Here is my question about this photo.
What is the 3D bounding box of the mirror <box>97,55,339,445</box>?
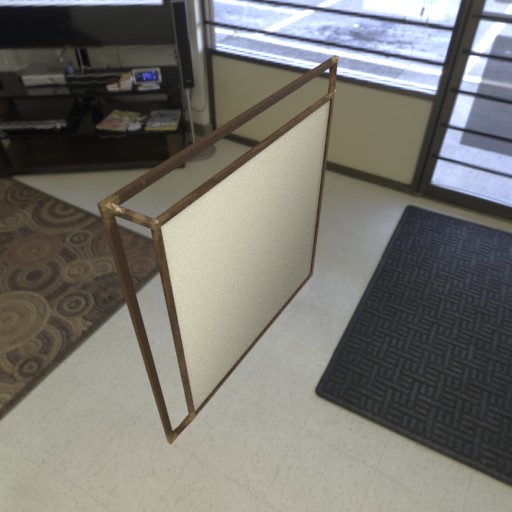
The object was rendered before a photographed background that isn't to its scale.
[{"bbox_3d":[0.000,0.000,0.899,0.032,0.610,0.610,25,48,24],"label":"mirror"}]
